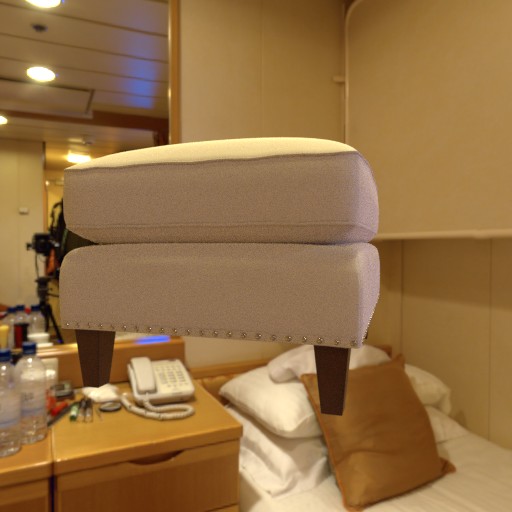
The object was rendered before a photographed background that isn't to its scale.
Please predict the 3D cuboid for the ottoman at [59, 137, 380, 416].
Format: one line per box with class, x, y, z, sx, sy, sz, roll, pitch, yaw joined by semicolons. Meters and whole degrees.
ottoman;0.000;0.000;1.124;0.584;0.513;0.741;0;1;18
